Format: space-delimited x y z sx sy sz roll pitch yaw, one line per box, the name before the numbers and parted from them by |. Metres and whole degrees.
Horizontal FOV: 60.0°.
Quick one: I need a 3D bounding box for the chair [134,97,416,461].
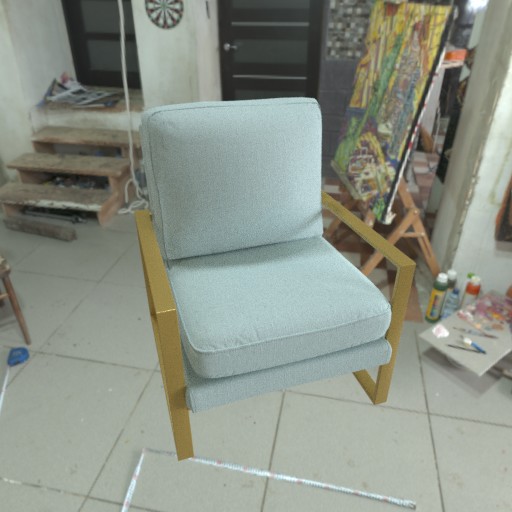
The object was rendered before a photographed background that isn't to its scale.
chair | 0.000 0.000 1.550 0.758 0.956 0.813 -10 33 -15
